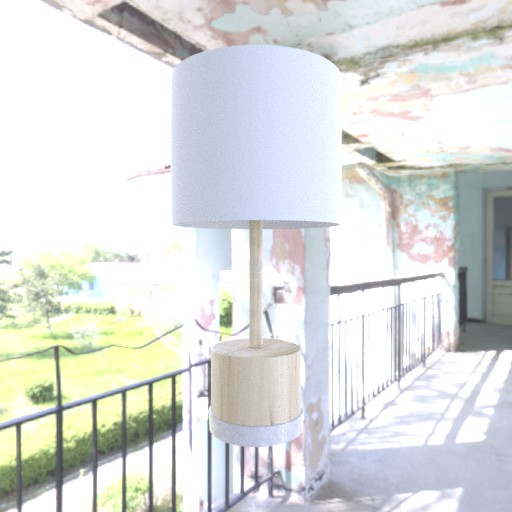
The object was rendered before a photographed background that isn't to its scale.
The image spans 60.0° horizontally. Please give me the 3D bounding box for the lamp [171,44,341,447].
[{"bbox_3d":[0.000,0.000,0.606,0.229,0.470,0.229,1,1,36],"label":"lamp"}]
